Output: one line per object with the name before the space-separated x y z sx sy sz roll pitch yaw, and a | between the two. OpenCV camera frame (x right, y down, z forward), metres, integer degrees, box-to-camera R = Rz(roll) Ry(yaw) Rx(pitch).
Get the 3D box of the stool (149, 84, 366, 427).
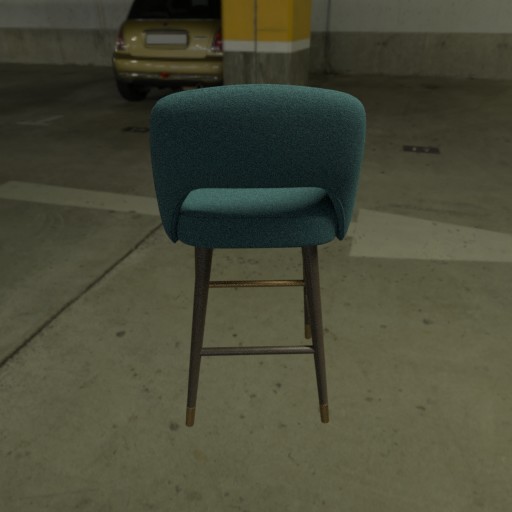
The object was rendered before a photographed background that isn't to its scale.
stool | 0.000 0.000 1.331 0.536 1.032 0.522 -1 29 -2
